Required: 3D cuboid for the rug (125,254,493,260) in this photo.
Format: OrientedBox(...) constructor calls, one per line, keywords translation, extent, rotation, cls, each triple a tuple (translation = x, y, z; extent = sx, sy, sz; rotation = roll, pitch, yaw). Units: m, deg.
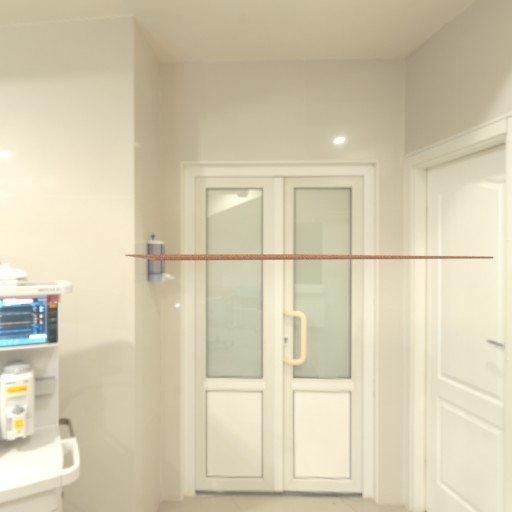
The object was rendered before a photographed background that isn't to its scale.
OrientedBox(translation=(0.000, 0.000, 2.281), extent=(1.217, 0.007, 1.828), rotation=(0, 1, -19), cls="rug")
